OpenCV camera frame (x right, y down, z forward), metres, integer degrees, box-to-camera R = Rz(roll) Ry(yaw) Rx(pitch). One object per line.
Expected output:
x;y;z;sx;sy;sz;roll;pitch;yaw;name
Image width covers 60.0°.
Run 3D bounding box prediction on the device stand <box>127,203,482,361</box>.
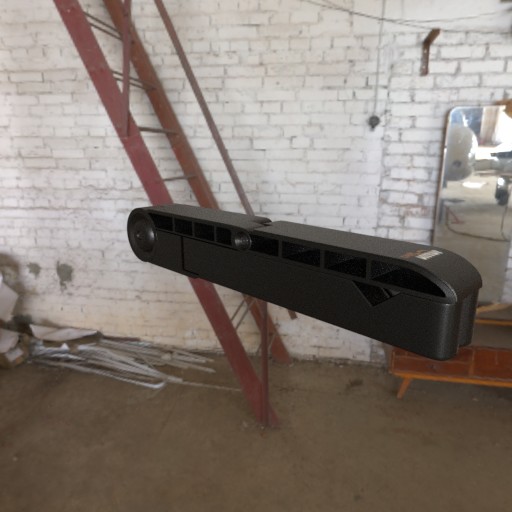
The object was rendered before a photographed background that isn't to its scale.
0.000;0.000;0.194;0.179;0.030;0.026;14;21;43;device stand
